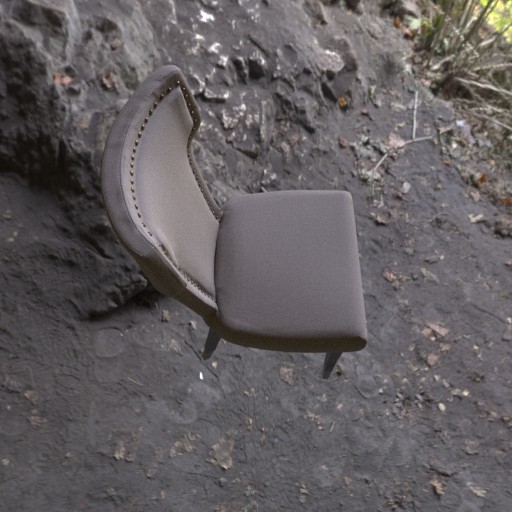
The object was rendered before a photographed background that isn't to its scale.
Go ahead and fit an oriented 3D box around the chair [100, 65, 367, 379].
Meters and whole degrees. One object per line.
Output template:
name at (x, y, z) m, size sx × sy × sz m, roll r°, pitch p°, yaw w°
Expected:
chair at (0.000, 0.000, 1.310) m, size 0.630 × 0.955 × 0.526 m, roll 0°, pitch 63°, yaw 0°
